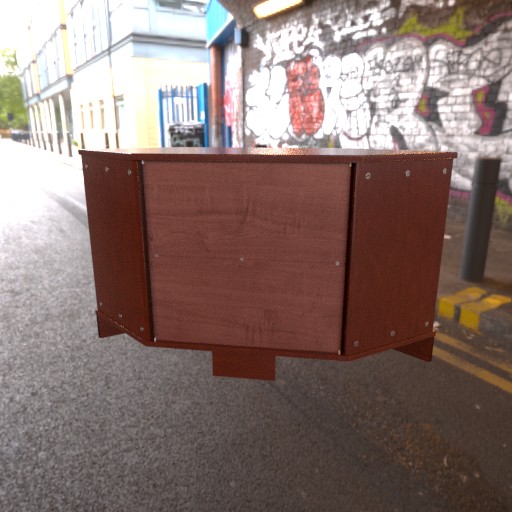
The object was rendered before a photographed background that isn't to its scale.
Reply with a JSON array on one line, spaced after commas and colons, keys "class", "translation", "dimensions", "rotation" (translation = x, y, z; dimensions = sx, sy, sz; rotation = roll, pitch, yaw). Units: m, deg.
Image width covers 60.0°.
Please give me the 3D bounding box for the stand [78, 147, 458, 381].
[{"class": "stand", "translation": [0.000, 0.000, 1.324], "dimensions": [1.072, 0.614, 0.381], "rotation": [2, 16, 8]}]
